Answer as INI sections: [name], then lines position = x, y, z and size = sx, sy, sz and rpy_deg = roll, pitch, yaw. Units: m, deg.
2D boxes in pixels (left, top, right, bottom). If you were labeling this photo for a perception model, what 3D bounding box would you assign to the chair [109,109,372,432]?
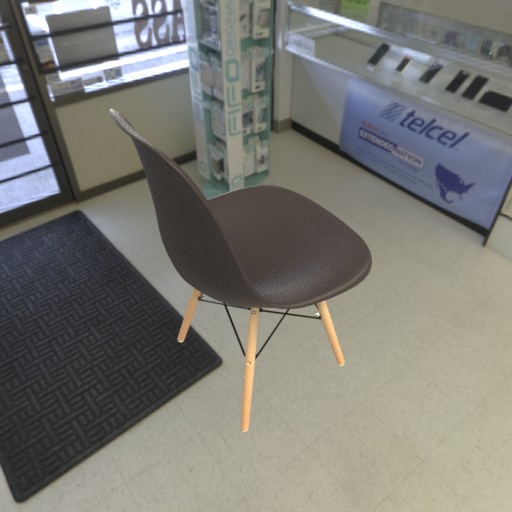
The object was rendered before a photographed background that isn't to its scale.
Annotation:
[chair]
position = 0.000, 0.000, 1.109
size = 0.533, 0.825, 0.470
rpy_deg = -25, 47, -25
